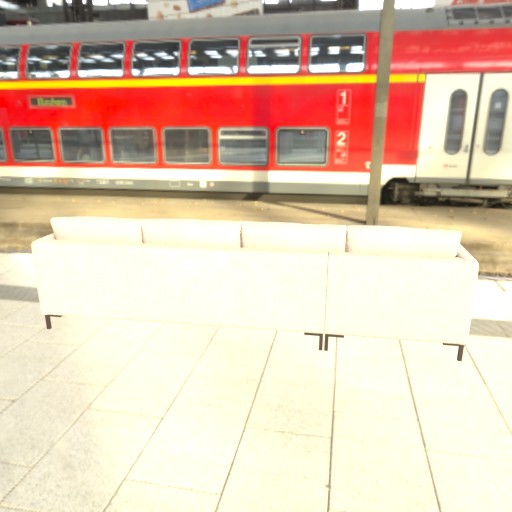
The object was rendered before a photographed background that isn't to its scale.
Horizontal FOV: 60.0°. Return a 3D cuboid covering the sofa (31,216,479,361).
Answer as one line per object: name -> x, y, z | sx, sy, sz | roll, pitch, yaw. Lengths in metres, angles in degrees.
sofa -> 0.000, 0.000, 3.526 | 2.923, 0.816, 1.469 | 3, 17, 9
